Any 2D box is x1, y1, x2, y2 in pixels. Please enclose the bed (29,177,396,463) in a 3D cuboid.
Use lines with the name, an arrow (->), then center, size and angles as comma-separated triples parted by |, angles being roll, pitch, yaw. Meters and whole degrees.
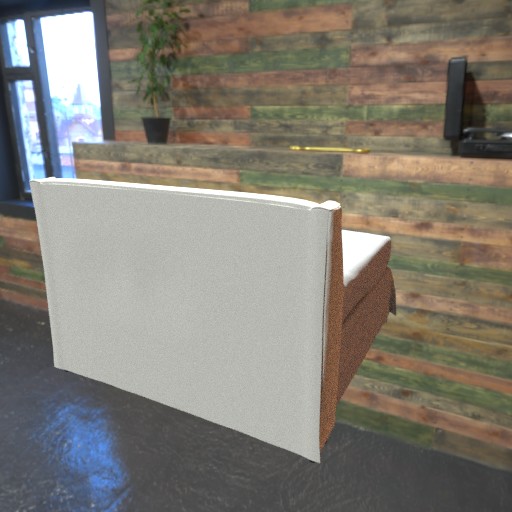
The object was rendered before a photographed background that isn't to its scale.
bed -> 0.000, 0.000, 3.367 | 1.925, 1.332, 2.276 | 9, 19, 27
